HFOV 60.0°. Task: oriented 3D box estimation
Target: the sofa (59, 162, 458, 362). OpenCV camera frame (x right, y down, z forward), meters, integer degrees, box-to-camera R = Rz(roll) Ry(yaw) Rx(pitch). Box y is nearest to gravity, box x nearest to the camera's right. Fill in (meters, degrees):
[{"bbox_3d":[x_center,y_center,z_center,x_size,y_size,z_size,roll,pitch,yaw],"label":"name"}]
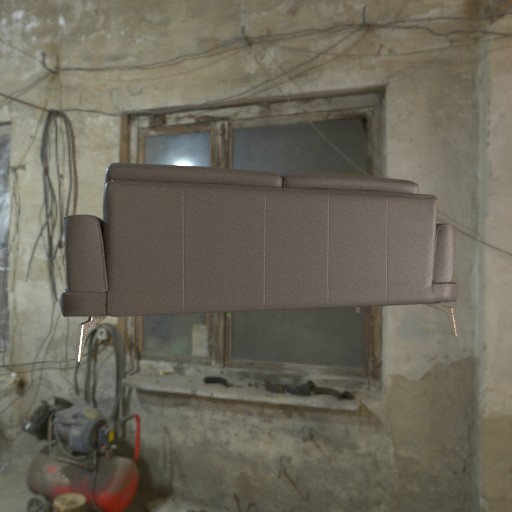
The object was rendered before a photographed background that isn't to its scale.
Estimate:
[{"bbox_3d":[0.000,0.000,2.756,2.177,0.930,1.121,0,0,-17],"label":"sofa"}]
